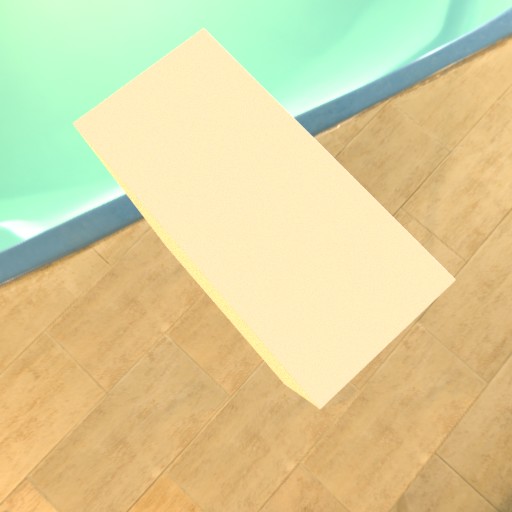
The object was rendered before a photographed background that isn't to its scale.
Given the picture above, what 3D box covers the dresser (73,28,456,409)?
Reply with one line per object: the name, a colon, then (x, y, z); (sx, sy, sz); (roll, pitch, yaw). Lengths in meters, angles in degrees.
dresser: (0.000, 0.000, 1.444); (0.380, 1.040, 0.800); (-40, 80, -9)
